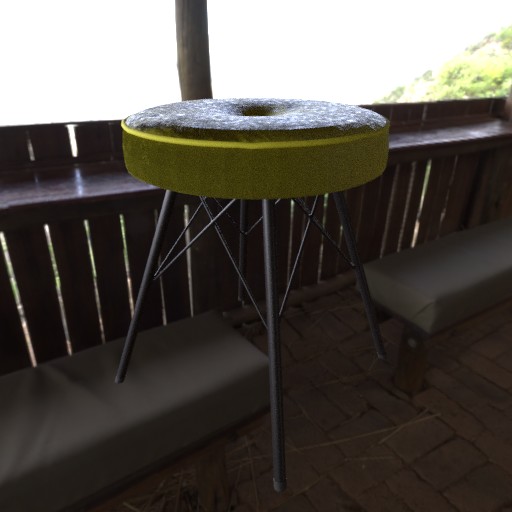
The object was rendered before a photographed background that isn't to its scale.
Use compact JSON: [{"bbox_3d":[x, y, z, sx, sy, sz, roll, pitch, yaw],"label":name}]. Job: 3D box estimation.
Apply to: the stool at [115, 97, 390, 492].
[{"bbox_3d":[0.000,0.000,0.794,0.409,0.508,0.409,18,31,33],"label":"stool"}]
